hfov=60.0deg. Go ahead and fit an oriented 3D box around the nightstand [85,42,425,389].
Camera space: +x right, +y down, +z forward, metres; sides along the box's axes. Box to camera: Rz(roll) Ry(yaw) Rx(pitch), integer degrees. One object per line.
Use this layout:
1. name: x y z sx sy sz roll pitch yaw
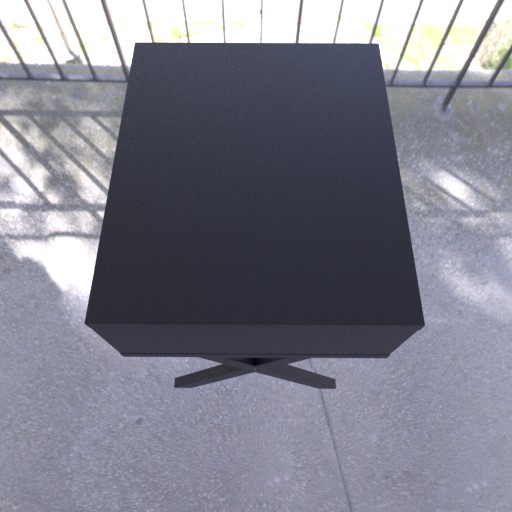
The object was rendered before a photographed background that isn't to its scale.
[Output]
1. nightstand: 0.000 0.000 0.905 0.402 0.623 0.479 0 64 0
